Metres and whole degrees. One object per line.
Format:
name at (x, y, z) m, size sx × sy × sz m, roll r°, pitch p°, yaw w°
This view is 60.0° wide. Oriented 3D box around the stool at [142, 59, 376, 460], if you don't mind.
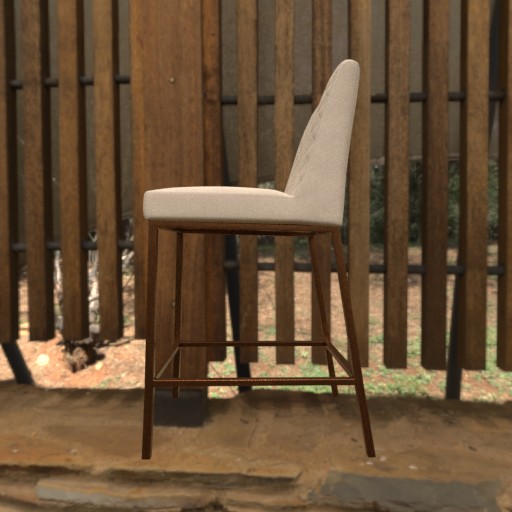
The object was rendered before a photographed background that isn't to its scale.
stool at (0.000, 0.000, 1.292) m, size 0.576 × 0.973 × 0.507 m, roll 0°, pitch 1°, yaw -1°
